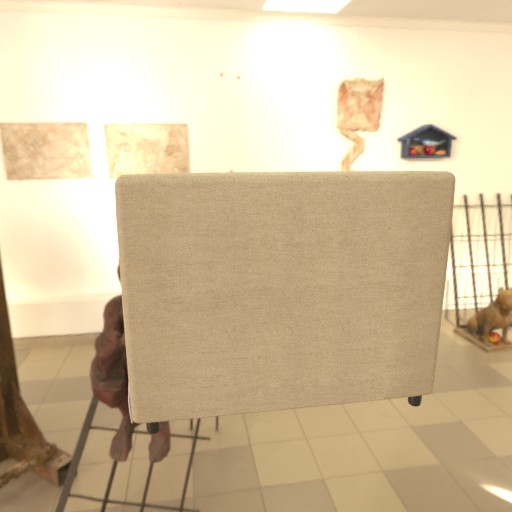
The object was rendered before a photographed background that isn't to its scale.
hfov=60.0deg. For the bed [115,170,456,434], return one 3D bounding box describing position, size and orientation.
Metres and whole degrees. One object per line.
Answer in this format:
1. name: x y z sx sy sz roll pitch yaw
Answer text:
1. bed: 0.000 0.000 3.234 1.713 1.330 2.162 -2 14 -9
